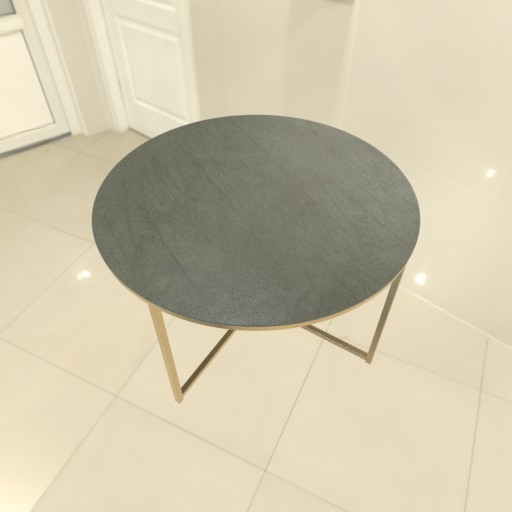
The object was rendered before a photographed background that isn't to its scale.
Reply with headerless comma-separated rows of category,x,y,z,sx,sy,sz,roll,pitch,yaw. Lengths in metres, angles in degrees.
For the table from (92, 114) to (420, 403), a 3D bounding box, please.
table,0.000,0.000,1.276,0.800,0.450,0.800,0,46,0
